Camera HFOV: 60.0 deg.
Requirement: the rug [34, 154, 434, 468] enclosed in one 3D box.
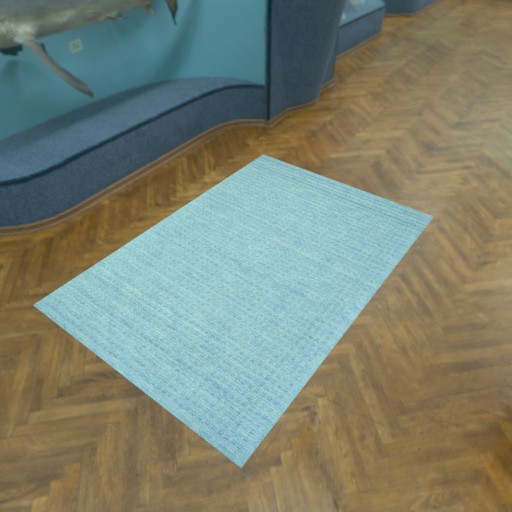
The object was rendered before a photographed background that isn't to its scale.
[{"bbox_3d":[0.000,0.000,3.730,1.982,0.006,2.895,26,48,27],"label":"rug"}]
